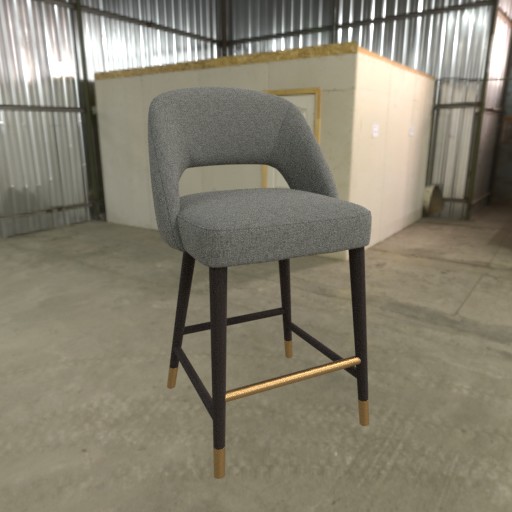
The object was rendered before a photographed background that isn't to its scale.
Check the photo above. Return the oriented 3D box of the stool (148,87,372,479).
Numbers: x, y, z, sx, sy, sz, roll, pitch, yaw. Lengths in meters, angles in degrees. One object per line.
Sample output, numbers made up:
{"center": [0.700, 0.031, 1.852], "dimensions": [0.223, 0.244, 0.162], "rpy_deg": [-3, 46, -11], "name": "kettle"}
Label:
{"center": [0.000, 0.000, 1.248], "dimensions": [0.536, 0.925, 0.524], "rpy_deg": [-8, 18, -25], "name": "stool"}
